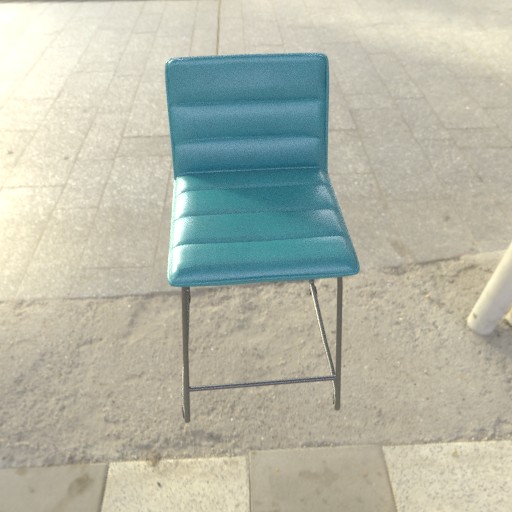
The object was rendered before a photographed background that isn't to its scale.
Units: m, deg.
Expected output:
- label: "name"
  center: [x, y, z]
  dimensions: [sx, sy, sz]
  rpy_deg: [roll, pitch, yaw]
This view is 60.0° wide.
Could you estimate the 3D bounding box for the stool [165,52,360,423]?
- label: "stool"
  center: [0.000, 0.000, 1.179]
  dimensions: [0.489, 0.866, 0.524]
  rpy_deg: [-4, 46, -3]
